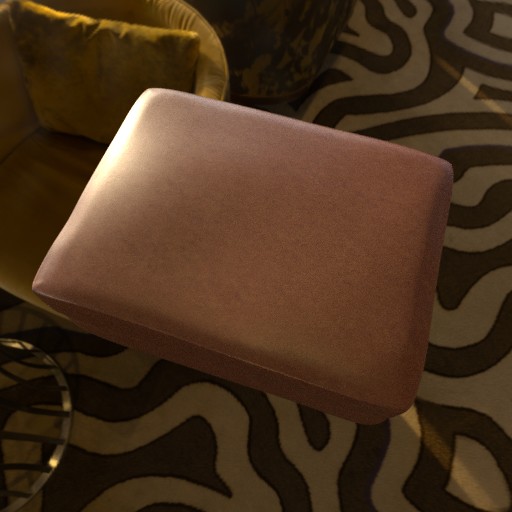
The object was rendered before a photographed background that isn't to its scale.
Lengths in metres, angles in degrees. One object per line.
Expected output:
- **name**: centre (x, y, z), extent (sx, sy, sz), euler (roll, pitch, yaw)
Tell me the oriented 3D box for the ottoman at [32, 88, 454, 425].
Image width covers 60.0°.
- **ottoman**: centre (0.000, 0.000, 1.197), extent (0.851, 0.485, 0.650), euler (16, 66, 8)
